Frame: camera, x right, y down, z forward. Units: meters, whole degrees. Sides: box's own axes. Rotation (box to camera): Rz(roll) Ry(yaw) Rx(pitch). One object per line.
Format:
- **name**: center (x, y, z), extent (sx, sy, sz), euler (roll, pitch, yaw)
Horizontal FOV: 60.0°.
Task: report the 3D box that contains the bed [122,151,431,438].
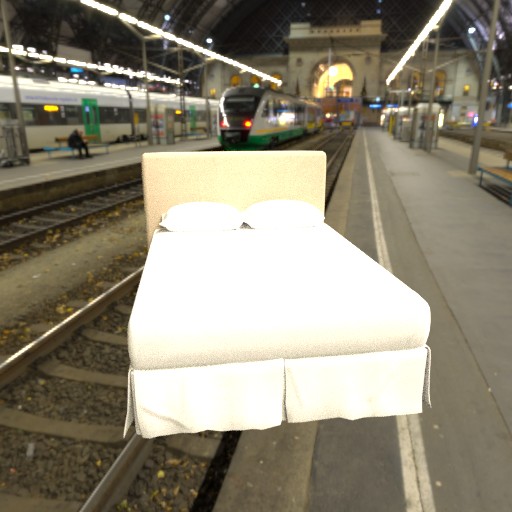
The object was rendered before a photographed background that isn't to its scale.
- **bed**: center (0.000, 0.000, 3.193), extent (1.723, 1.330, 2.142), euler (-3, 18, -8)
